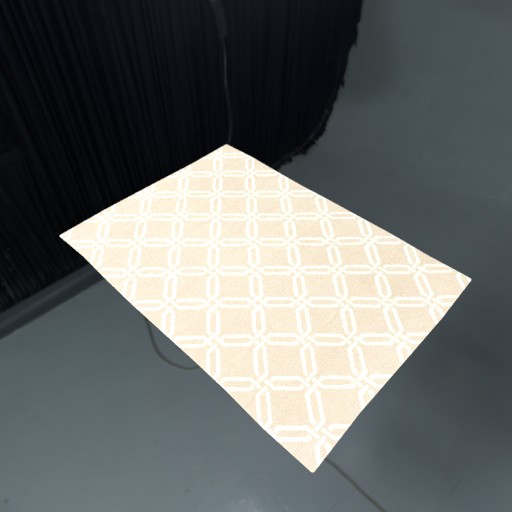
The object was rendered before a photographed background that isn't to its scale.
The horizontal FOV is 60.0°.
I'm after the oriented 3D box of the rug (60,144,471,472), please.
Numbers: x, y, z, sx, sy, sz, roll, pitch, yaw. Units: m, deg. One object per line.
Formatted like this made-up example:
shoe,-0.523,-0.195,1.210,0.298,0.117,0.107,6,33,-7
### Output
rug,0.000,0.000,2.770,2.135,0.013,1.524,35,55,29
